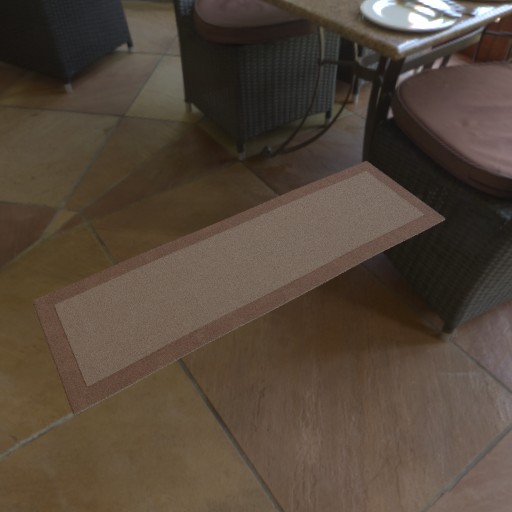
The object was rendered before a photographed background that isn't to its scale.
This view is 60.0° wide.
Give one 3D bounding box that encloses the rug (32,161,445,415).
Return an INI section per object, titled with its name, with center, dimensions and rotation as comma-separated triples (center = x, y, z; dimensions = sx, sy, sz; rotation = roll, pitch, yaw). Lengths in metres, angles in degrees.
[rug]
center = 0.000, 0.000, 2.651
dimensions = 2.430, 0.012, 0.767
rotation = -25, 52, -21
